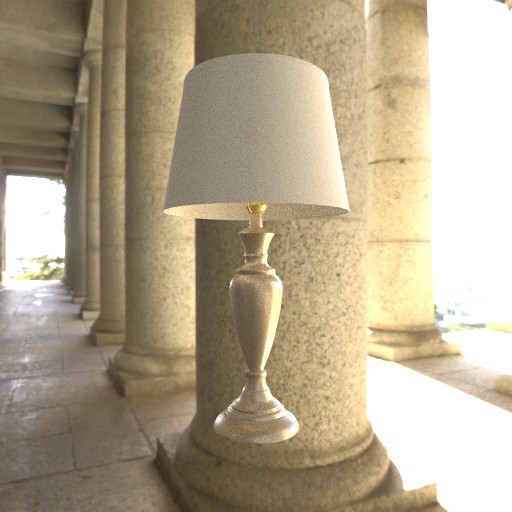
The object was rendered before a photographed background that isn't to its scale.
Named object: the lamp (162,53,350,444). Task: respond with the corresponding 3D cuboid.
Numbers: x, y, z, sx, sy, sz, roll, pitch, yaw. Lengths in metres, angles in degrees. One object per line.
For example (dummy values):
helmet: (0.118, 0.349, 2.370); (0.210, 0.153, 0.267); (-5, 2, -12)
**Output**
lamp: (0.000, 0.000, 0.795); (0.328, 0.612, 0.328); (0, 0, 0)
